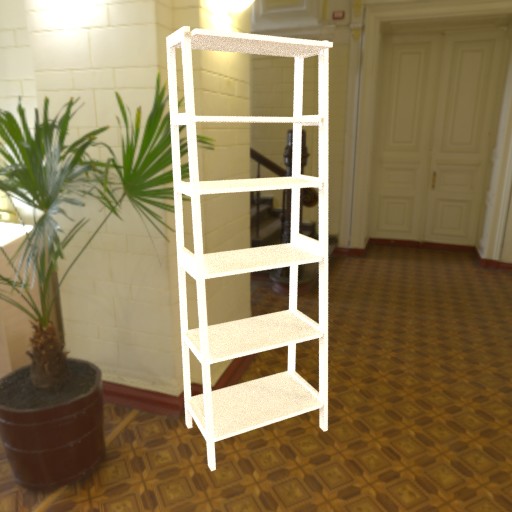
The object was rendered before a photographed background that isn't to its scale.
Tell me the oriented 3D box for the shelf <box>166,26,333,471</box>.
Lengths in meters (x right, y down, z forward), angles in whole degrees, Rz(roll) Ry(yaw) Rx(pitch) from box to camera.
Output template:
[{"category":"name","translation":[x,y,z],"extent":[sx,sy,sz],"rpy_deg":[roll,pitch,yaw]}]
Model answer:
[{"category":"shelf","translation":[0.000,0.000,2.096],"extent":[0.660,1.892,0.381],"rpy_deg":[-8,18,-25]}]
